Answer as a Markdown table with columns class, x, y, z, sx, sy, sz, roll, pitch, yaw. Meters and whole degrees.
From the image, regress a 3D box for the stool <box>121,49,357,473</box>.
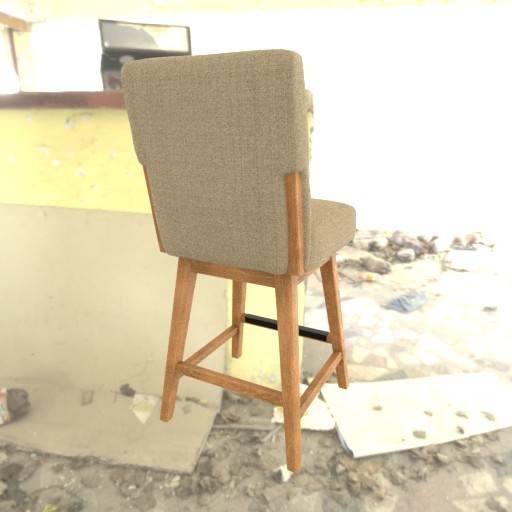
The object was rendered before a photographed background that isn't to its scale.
| class | x | y | z | sx | sy | sz | roll | pitch | yaw |
| --- | --- | --- | --- | --- | --- | --- | --- | --- | --- |
| stool | 0.000 | 0.000 | 1.270 | 0.459 | 1.010 | 0.526 | 9 | 19 | 27 |
